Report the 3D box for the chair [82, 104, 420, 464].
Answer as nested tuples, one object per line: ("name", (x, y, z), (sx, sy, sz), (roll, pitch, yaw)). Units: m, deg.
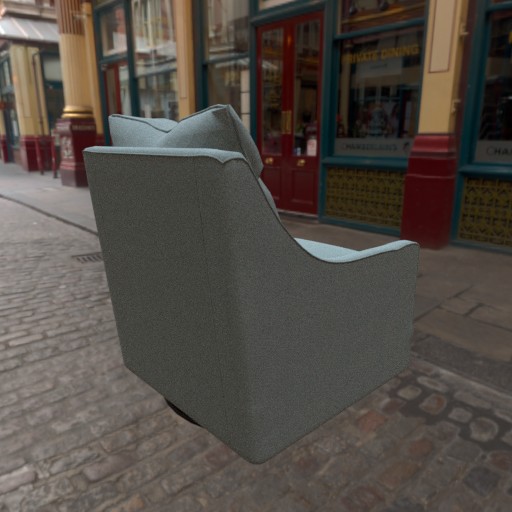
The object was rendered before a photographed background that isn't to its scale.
("chair", (0.000, 0.000, 1.525), (0.870, 0.926, 0.760), (-13, 19, -41))
